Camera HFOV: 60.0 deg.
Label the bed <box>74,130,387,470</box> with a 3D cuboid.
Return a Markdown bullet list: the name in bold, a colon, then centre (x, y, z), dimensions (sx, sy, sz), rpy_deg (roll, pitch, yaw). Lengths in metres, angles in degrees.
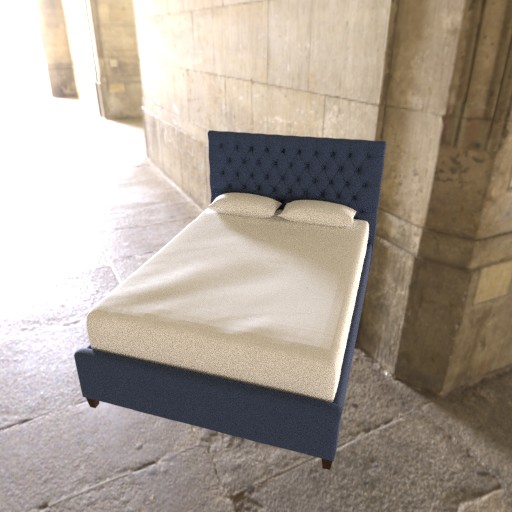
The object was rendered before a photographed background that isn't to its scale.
- **bed**: centre (0.000, 0.000, 3.461), dimensions (1.706, 1.427, 2.387), rpy_deg (8, 28, 16)
